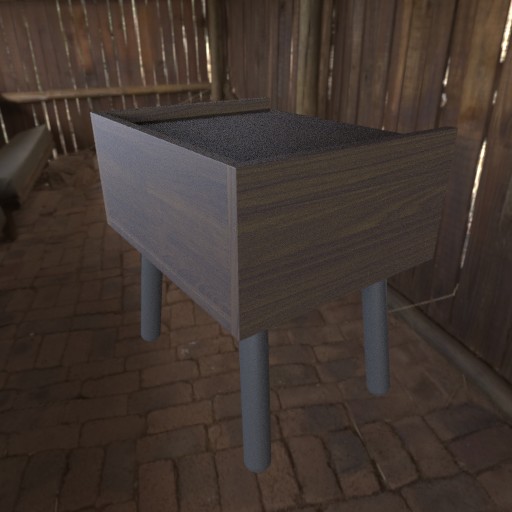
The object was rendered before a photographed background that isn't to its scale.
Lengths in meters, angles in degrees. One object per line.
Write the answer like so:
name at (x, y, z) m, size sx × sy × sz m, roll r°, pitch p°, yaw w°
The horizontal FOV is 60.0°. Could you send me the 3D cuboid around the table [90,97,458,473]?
table at (0.000, 0.000, 0.787) m, size 0.370 × 0.470 × 0.450 m, roll -17°, pitch 31°, yaw -32°
